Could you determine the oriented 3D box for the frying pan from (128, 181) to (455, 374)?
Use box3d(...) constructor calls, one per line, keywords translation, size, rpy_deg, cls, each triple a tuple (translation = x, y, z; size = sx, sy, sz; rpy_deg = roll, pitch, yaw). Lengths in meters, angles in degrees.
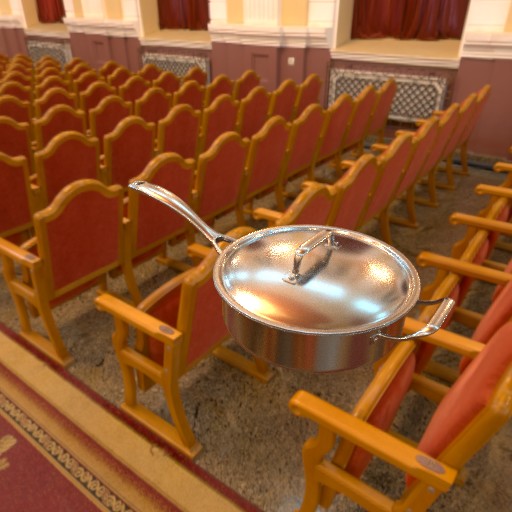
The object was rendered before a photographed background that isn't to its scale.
box3d(translation=(0.000, 0.000, 0.590), size=(0.492, 0.111, 0.245), rpy_deg=(21, 36, 32), cls="frying pan")
